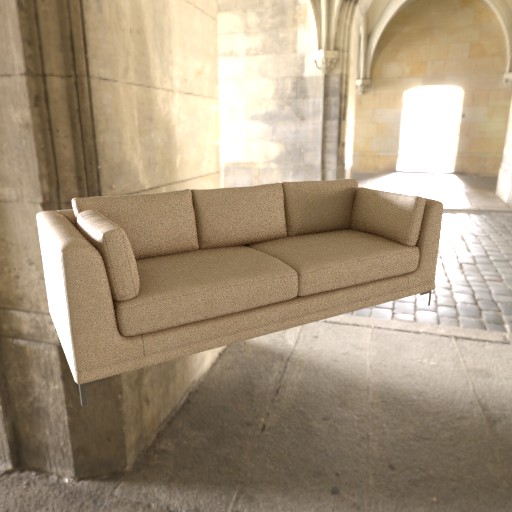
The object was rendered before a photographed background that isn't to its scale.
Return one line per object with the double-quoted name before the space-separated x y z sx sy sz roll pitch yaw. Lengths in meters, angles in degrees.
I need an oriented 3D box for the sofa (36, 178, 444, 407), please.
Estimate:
"sofa" 0.000 0.000 2.866 2.415 0.867 0.969 -9 18 -29
